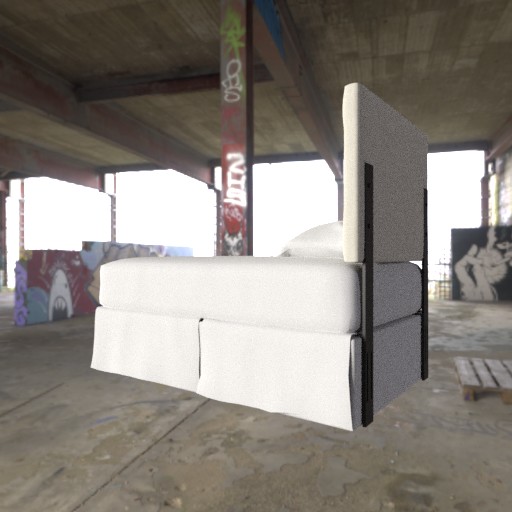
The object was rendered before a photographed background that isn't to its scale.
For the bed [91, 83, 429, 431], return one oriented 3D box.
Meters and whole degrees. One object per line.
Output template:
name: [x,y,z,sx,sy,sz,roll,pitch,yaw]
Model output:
bed: [0.000,0.000,3.013,1.997,1.571,1.261,0,0,36]
